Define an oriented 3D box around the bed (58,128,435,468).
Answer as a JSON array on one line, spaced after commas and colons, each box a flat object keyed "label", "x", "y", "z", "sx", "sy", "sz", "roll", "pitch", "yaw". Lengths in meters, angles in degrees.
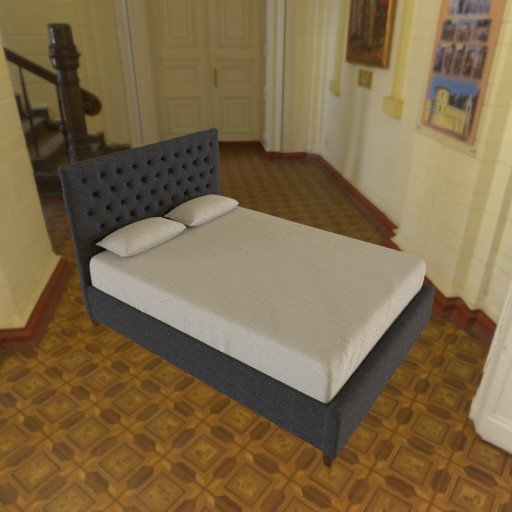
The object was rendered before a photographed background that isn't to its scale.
[{"label": "bed", "x": 0.000, "y": 0.000, "z": 3.482, "sx": 2.387, "sy": 1.427, "sz": 1.698, "roll": 19, "pitch": 33, "yaw": 32}]
